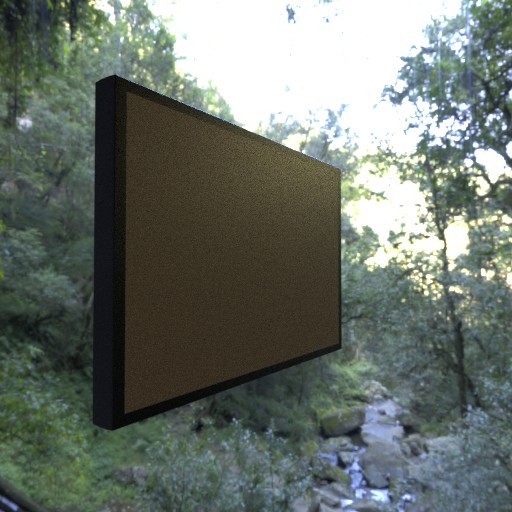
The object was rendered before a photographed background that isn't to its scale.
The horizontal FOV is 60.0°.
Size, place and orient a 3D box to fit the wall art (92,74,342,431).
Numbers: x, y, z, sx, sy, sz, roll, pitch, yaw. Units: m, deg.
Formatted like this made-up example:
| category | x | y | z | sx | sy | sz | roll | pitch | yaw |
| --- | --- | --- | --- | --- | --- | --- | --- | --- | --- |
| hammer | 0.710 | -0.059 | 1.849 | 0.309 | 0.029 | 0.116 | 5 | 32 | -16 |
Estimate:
| category | x | y | z | sx | sy | sz | roll | pitch | yaw |
| --- | --- | --- | --- | --- | --- | --- | --- | --- | --- |
| wall art | 0.000 | 0.000 | 0.762 | 0.038 | 0.409 | 0.610 | -1 | -2 | 36 |
